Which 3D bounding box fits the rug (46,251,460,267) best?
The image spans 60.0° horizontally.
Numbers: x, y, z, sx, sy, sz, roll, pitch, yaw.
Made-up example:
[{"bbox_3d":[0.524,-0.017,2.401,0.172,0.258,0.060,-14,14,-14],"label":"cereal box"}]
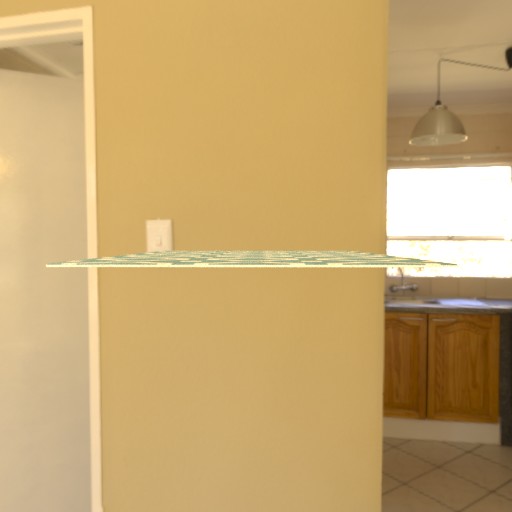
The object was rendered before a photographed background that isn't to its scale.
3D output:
[{"bbox_3d":[0.000,0.000,4.155,2.466,0.021,3.049,0,2,1],"label":"rug"}]
